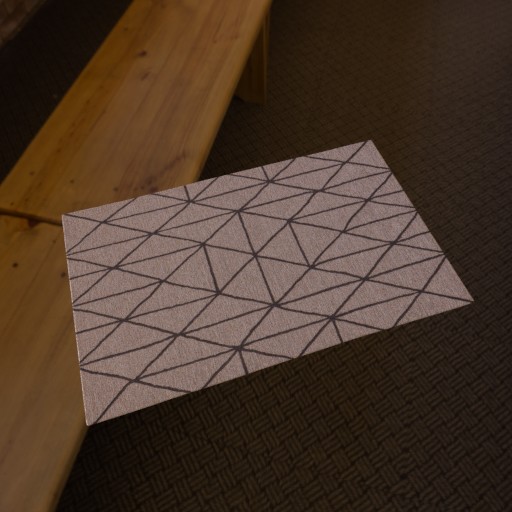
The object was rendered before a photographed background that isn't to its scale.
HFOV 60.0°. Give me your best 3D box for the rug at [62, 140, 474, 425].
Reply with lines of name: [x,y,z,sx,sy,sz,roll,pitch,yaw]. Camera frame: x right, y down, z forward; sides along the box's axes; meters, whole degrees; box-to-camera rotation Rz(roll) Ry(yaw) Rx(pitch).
rug: [0.000,0.000,3.034,2.465,0.008,1.526,-15,60,-9]
